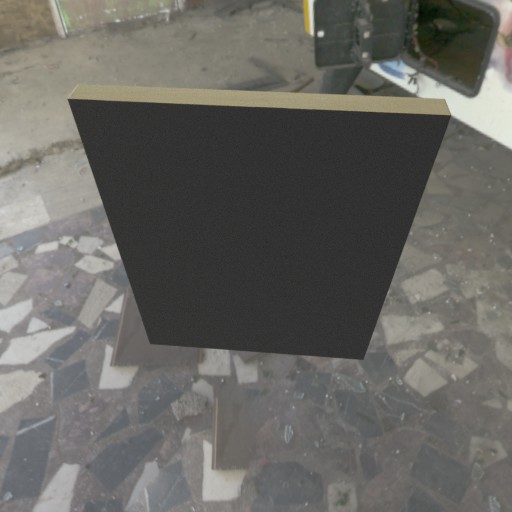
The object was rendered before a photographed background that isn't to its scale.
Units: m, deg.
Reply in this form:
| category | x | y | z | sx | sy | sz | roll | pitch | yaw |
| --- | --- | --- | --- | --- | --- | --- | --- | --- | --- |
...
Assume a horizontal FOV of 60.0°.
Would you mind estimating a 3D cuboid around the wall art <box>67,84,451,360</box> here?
| category | x | y | z | sx | sy | sz | roll | pitch | yaw |
| --- | --- | --- | --- | --- | --- | --- | --- | --- | --- |
| wall art | 0.000 | 0.000 | 0.801 | 0.489 | 0.608 | 0.040 | 4 | 48 | 3 |
